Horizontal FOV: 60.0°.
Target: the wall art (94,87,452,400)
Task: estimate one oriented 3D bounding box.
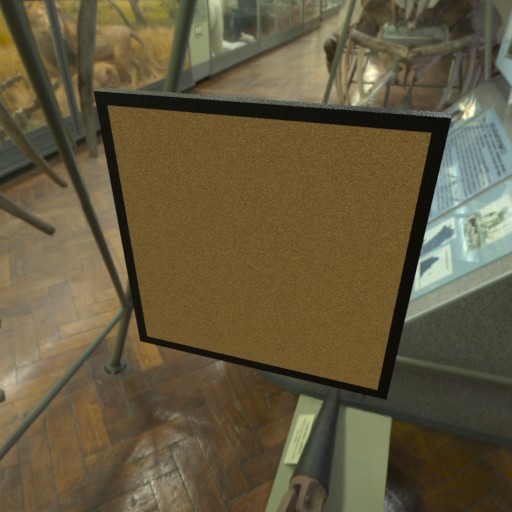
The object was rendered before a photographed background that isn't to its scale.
[{"bbox_3d":[0.000,0.000,1.124,0.762,0.762,0.038,10,33,15],"label":"wall art"}]
